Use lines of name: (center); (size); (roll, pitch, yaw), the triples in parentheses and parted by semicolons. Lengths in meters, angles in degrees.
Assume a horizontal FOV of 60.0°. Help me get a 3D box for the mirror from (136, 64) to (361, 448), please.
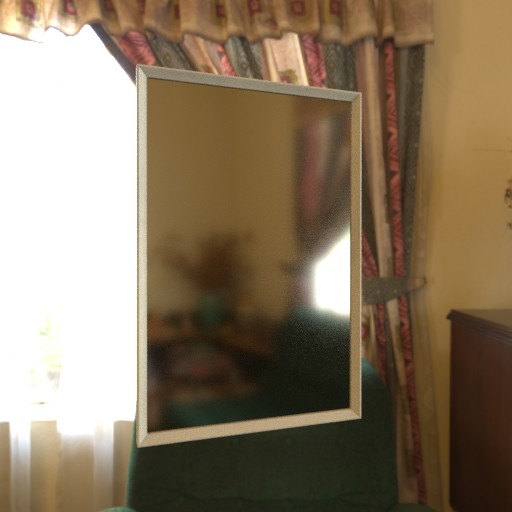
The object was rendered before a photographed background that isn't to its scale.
mirror: (0.000, 0.000, 1.169); (0.609, 0.915, 0.041); (0, 0, -18)
